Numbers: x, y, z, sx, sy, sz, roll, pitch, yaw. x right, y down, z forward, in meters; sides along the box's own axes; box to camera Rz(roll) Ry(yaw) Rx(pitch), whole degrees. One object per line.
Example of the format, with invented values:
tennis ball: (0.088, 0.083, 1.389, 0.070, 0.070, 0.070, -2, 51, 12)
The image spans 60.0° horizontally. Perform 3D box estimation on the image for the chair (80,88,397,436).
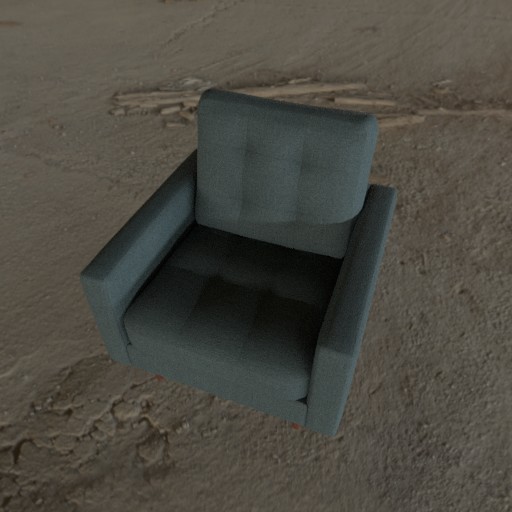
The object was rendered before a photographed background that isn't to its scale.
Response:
chair: (0.000, 0.000, 1.535, 0.821, 0.880, 0.843, 14, 45, 15)
